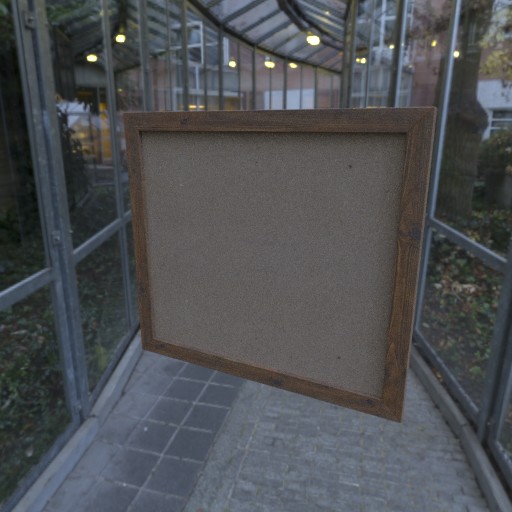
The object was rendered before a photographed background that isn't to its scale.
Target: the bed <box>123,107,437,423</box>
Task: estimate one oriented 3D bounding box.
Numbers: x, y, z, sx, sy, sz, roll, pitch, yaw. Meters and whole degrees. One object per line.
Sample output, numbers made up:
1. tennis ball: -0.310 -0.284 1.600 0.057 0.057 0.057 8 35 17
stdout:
1. bed: 0.000 0.000 1.506 1.046 0.942 0.046 8 18 26
